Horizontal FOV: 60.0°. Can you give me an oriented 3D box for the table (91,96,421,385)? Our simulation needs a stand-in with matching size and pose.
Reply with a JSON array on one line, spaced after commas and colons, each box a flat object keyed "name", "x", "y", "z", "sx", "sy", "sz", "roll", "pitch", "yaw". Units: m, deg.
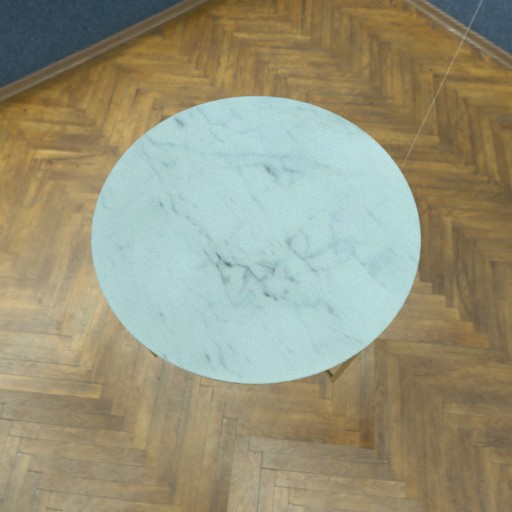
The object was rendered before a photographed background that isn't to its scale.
[{"name": "table", "x": 0.000, "y": 0.000, "z": 1.286, "sx": 0.800, "sy": 0.450, "sz": 0.800, "roll": 0, "pitch": 64, "yaw": 0}]
